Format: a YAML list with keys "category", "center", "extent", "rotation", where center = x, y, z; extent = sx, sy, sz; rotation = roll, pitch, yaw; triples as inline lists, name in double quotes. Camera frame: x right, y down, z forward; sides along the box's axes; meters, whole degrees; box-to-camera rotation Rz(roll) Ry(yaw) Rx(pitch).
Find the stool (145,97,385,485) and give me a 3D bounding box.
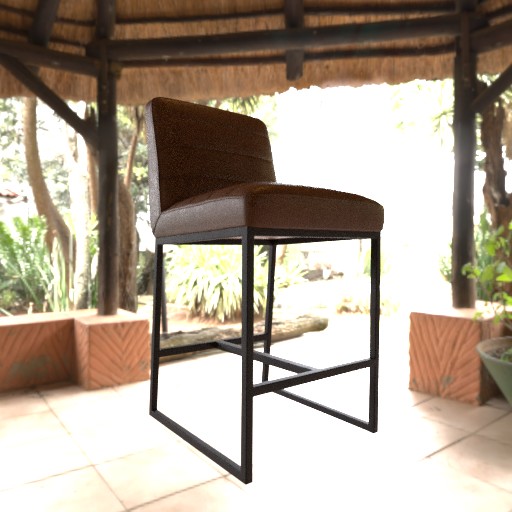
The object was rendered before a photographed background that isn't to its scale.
- category: "stool"
  center: [0.000, 0.000, 1.245]
  extent: [0.458, 0.940, 0.556]
  rotation: [-1, 1, -37]
